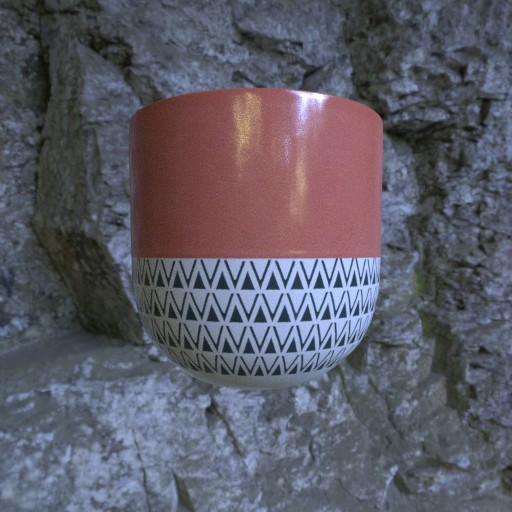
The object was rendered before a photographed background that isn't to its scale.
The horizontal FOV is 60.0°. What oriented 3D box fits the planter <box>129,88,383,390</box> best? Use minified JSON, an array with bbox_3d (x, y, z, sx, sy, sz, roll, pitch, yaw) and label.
[{"bbox_3d":[0.000,0.000,0.484,0.266,0.270,0.266,0,1,0],"label":"planter"}]
